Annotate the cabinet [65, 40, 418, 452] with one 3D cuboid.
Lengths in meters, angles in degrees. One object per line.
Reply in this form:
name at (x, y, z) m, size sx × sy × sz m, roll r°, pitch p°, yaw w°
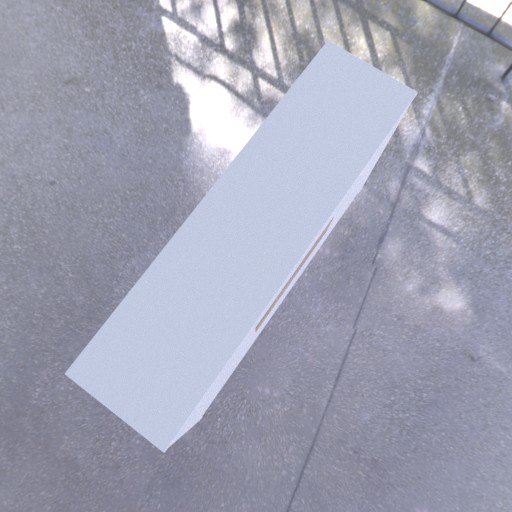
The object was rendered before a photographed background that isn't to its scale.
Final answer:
cabinet at (0.000, 0.000, 1.885) m, size 0.380 × 0.900 × 1.450 m, roll 34°, pitch 78°, yaw 8°
